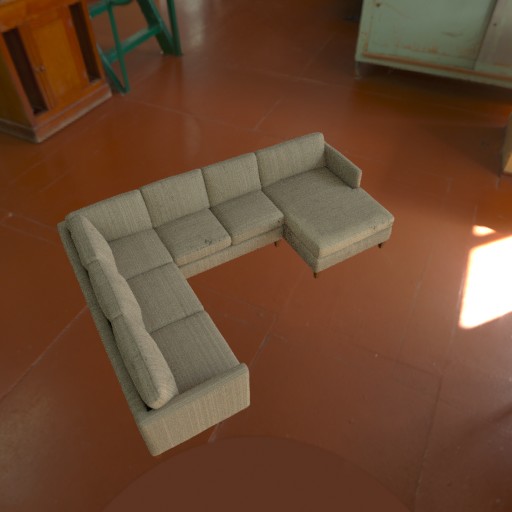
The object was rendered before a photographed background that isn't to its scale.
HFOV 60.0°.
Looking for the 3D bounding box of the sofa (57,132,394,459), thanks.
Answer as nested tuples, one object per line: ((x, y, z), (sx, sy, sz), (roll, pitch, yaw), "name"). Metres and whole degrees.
((0.000, 0.000, 4.726), (3.460, 0.961, 2.594), (-23, 50, -20), "sofa")
